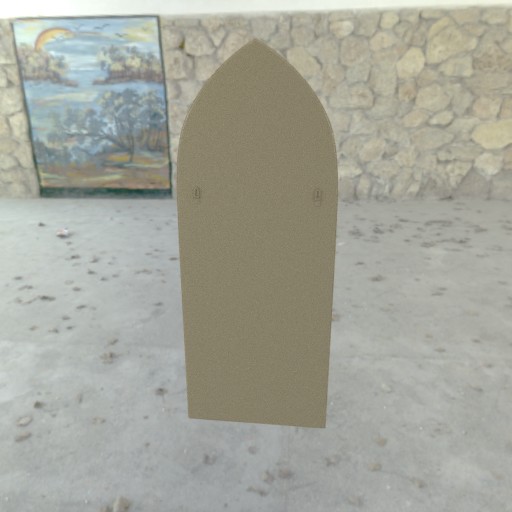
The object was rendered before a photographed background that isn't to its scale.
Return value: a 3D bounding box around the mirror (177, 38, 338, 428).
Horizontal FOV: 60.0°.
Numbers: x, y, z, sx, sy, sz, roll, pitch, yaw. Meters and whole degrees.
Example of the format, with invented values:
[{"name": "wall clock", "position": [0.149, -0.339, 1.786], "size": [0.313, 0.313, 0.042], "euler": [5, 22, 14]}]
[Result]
[{"name": "mirror", "position": [0.000, 0.000, 1.317], "size": [0.464, 1.175, 0.025], "euler": [2, 18, 6]}]
